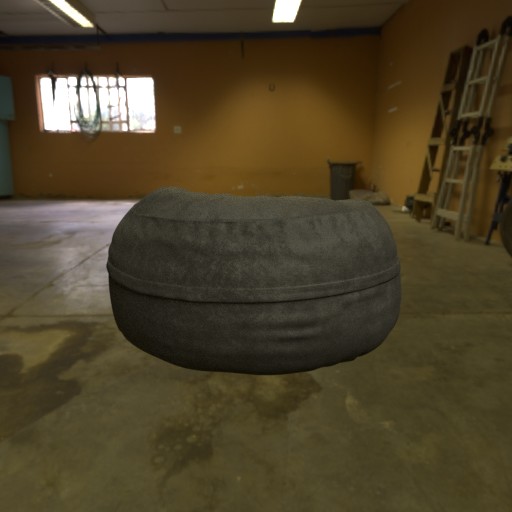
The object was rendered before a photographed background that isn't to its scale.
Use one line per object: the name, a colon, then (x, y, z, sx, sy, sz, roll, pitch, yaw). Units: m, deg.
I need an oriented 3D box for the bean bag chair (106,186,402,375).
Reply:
bean bag chair: (0.000, 0.000, 2.400, 1.525, 0.751, 1.525, 0, 13, 0)
